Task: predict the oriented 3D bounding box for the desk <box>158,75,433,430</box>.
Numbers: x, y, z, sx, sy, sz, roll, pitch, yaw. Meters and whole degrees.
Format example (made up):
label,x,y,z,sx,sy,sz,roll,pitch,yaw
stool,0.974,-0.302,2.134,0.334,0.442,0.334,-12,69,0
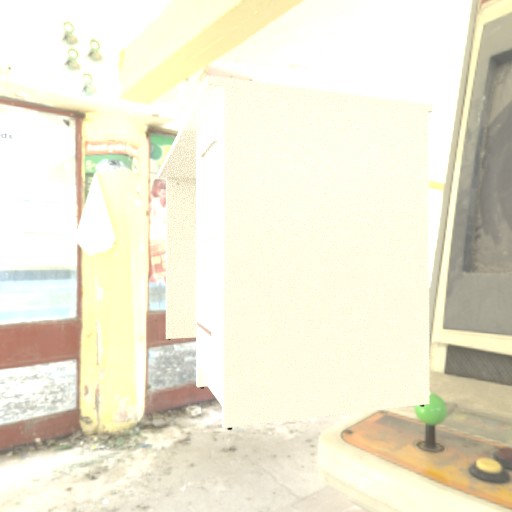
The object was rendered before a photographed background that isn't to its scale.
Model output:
label,x,y,z,sx,sy,sz,roll,pitch,yaw
desk,0.000,0.000,1.517,0.560,0.735,1.097,0,0,-18
